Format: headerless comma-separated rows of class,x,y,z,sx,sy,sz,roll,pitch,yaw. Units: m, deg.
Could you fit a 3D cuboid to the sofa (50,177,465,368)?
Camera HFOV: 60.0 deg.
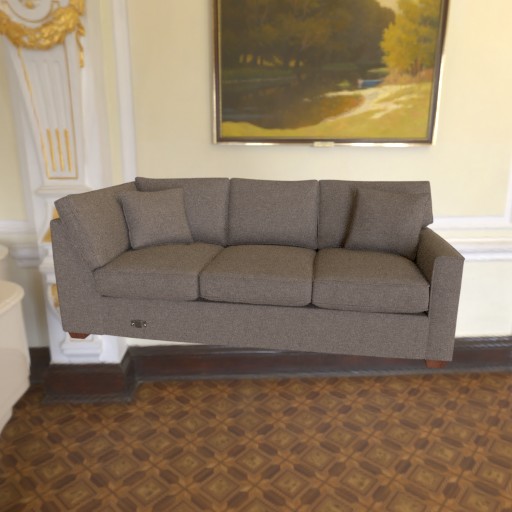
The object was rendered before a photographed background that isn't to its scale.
sofa,0.000,0.000,2.916,2.317,0.962,1.061,2,14,9
